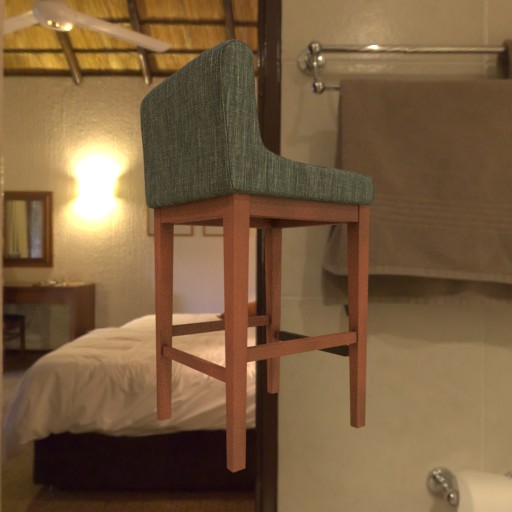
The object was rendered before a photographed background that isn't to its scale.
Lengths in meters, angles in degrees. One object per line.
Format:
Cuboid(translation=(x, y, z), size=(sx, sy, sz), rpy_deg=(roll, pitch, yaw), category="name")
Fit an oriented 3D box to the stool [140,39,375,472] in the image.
Cuboid(translation=(0.000, 0.000, 1.106), size=(0.459, 0.835, 0.395), rpy_deg=(0, 0, -37), category="stool")
